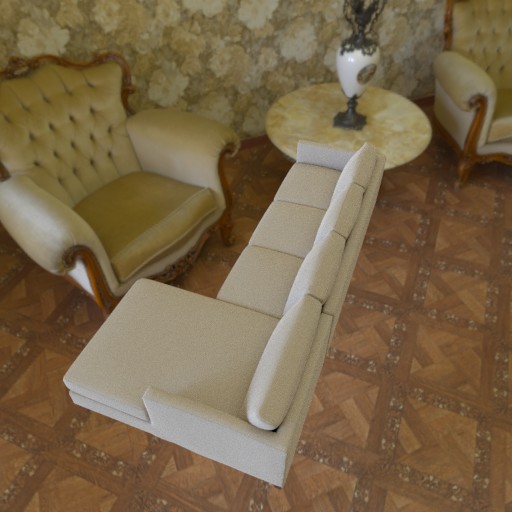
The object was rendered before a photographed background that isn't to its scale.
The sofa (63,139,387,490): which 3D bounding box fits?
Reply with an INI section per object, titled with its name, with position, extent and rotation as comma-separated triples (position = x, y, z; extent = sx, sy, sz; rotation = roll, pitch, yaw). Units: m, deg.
[sofa]
position = 0.000, 0.000, 3.830
extent = 1.625, 0.861, 3.186
rotation = 15, 47, 15
